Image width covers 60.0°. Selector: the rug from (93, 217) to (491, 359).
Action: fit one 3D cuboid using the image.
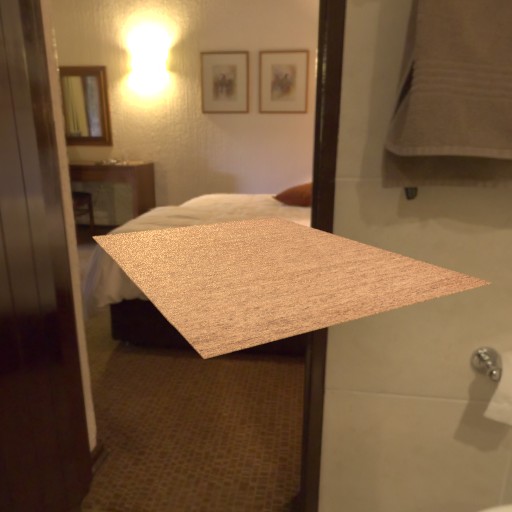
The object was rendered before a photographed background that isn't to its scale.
[{"bbox_3d":[0.000,0.000,4.247,2.448,0.013,3.205,-9,18,-28],"label":"rug"}]
